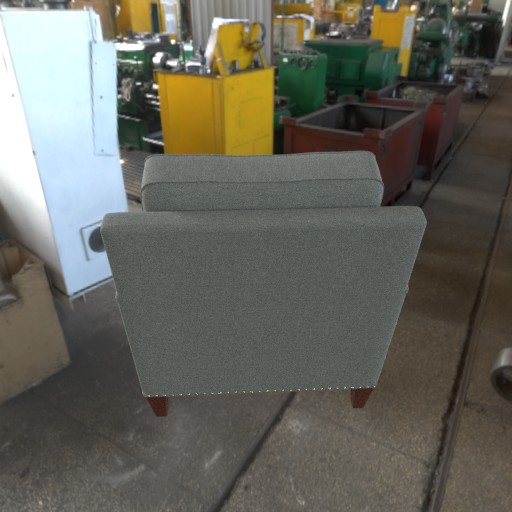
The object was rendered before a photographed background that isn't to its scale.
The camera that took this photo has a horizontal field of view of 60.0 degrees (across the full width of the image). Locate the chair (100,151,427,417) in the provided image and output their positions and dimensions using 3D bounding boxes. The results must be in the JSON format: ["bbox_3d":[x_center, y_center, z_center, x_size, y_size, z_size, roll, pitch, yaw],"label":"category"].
[{"bbox_3d":[0.000,0.000,1.787,0.885,1.031,1.031,-2,30,-3],"label":"chair"}]
